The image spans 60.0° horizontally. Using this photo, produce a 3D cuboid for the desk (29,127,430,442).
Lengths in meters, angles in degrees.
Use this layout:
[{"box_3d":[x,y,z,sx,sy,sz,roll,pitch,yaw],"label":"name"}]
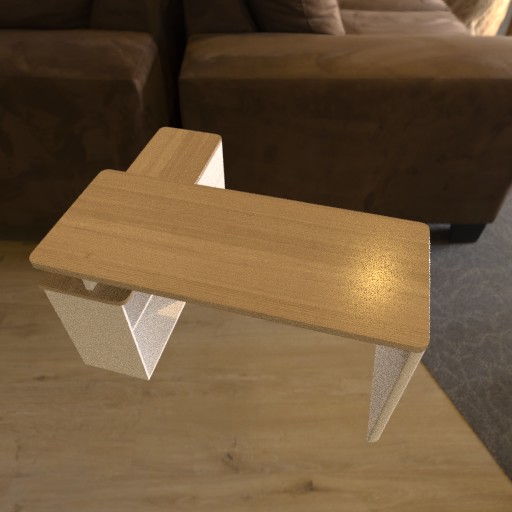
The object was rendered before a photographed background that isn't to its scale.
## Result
[{"box_3d":[0.000,0.000,2.130,1.400,0.770,1.175,11,48,10],"label":"desk"}]
